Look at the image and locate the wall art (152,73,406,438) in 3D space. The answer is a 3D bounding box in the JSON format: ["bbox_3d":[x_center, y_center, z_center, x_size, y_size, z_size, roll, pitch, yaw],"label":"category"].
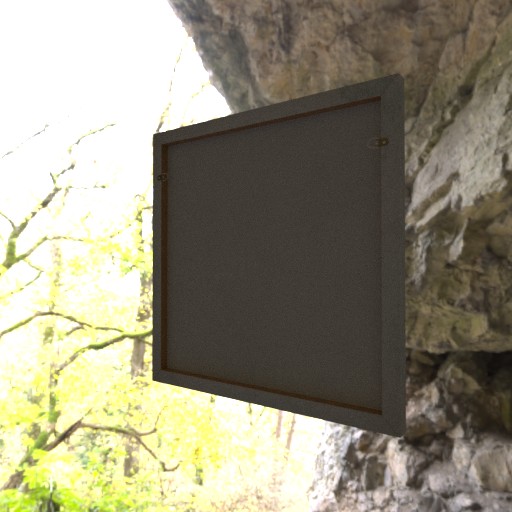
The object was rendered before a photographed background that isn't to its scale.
[{"bbox_3d":[0.000,0.000,1.159,0.762,0.762,0.041,-1,-1,36],"label":"wall art"}]
